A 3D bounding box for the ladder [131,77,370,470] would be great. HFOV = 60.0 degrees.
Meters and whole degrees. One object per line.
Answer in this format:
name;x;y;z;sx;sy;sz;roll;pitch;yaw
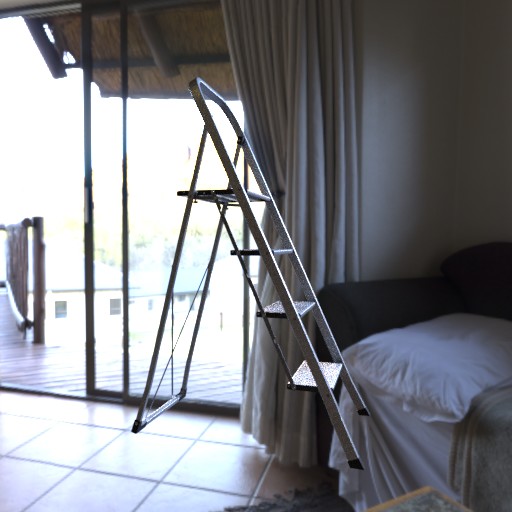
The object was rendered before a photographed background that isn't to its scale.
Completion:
ladder;0.000;0.000;1.675;0.830;1.290;0.465;1;2;17
